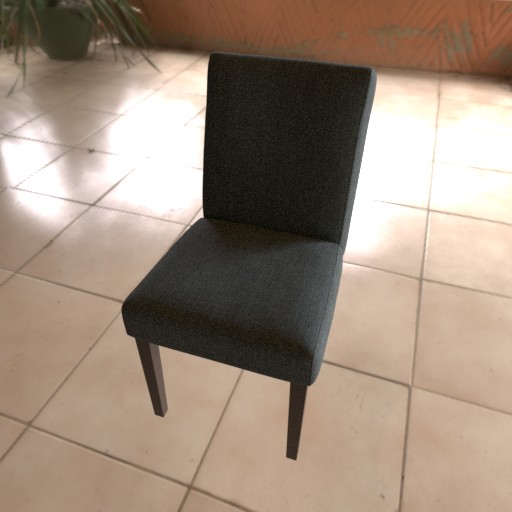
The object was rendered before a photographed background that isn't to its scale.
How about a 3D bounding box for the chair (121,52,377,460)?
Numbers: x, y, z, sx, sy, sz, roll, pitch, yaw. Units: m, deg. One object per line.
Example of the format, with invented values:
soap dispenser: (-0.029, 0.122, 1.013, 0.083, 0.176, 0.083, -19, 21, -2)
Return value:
chair: (0.000, 0.000, 1.214, 0.487, 0.884, 0.629, 12, 41, 14)
